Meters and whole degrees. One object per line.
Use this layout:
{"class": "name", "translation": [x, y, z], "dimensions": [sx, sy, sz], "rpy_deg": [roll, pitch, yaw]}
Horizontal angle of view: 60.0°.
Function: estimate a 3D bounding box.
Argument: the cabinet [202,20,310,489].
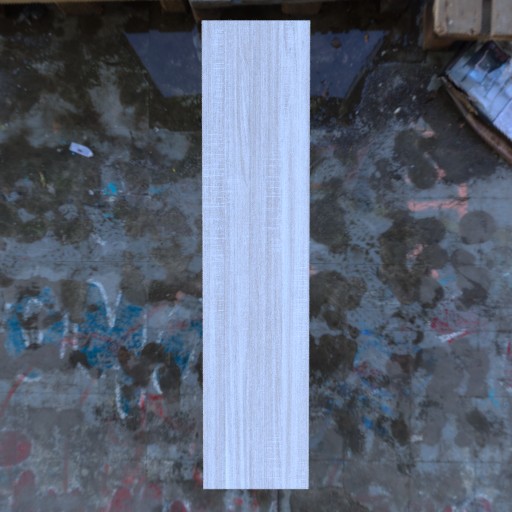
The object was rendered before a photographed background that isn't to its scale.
{"class": "cabinet", "translation": [0.000, 0.000, 2.471], "dimensions": [0.500, 0.780, 2.200], "rpy_deg": [0, 92, 0]}
